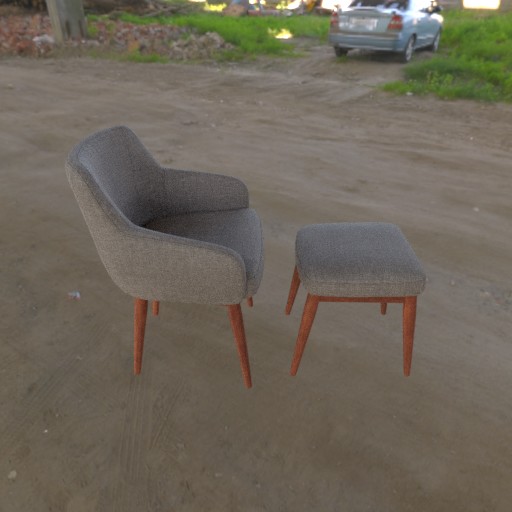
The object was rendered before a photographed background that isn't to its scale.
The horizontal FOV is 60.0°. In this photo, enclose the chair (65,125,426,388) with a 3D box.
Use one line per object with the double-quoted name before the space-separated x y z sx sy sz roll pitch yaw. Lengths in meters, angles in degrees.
"chair" 0.000 0.000 1.542 1.107 0.799 0.584 0 31 0
